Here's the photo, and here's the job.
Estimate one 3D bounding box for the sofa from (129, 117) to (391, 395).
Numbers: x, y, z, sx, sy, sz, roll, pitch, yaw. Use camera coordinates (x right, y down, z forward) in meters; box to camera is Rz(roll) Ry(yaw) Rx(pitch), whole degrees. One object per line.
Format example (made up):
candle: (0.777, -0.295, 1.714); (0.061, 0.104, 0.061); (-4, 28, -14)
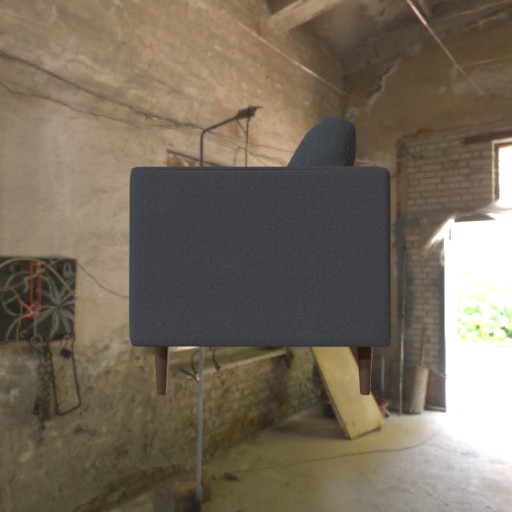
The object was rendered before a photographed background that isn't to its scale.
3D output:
sofa: (0.000, 0.000, 1.987); (0.796, 0.908, 1.430); (0, -1, 0)
